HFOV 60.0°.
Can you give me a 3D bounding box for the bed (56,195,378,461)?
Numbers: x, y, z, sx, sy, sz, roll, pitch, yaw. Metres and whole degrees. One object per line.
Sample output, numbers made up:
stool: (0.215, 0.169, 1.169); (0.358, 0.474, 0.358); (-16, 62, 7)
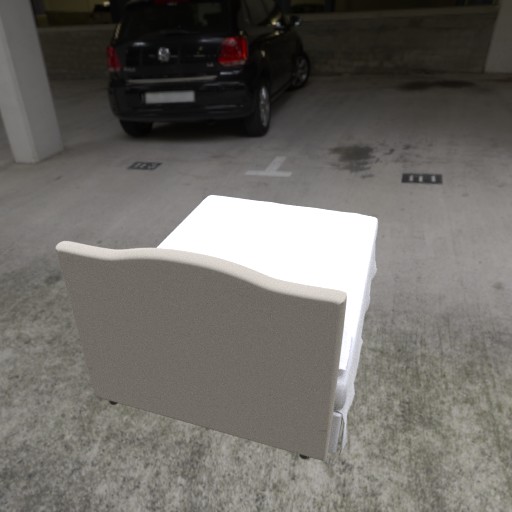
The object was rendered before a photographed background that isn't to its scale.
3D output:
bed: (0.000, 0.000, 3.699); (1.977, 1.437, 2.477); (10, 33, 15)
